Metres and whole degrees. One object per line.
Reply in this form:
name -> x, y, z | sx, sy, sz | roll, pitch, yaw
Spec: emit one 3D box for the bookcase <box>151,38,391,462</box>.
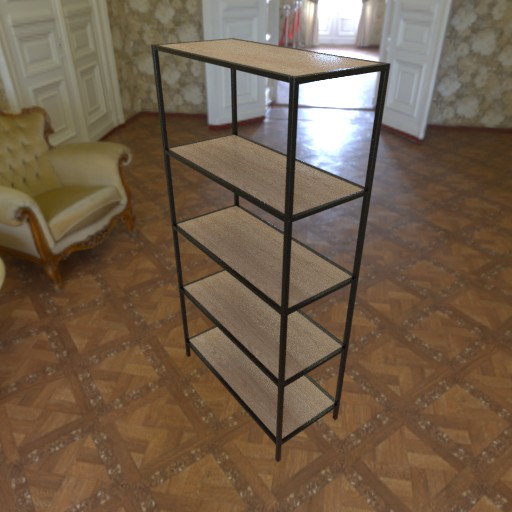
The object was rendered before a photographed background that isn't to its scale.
bookcase -> 0.000, 0.000, 1.786 | 0.350, 1.500, 0.770 | -22, 38, -30
